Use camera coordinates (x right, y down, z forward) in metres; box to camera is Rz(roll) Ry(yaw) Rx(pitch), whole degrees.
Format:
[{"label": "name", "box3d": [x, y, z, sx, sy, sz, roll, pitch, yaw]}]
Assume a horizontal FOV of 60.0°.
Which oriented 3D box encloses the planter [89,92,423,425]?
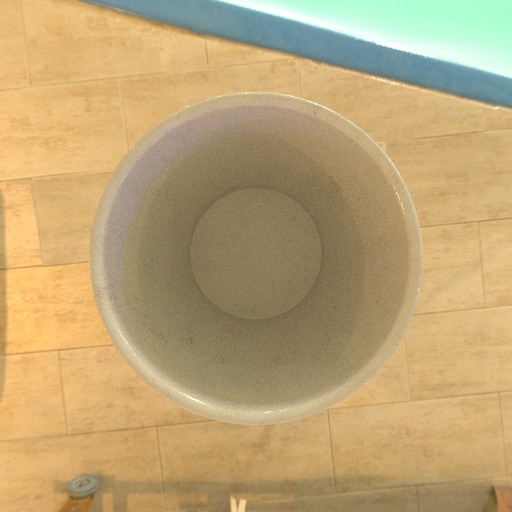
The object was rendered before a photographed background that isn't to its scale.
[{"label": "planter", "box3d": [0.000, 0.000, 0.454, 0.260, 0.220, 0.260, 0, 92, 0]}]
